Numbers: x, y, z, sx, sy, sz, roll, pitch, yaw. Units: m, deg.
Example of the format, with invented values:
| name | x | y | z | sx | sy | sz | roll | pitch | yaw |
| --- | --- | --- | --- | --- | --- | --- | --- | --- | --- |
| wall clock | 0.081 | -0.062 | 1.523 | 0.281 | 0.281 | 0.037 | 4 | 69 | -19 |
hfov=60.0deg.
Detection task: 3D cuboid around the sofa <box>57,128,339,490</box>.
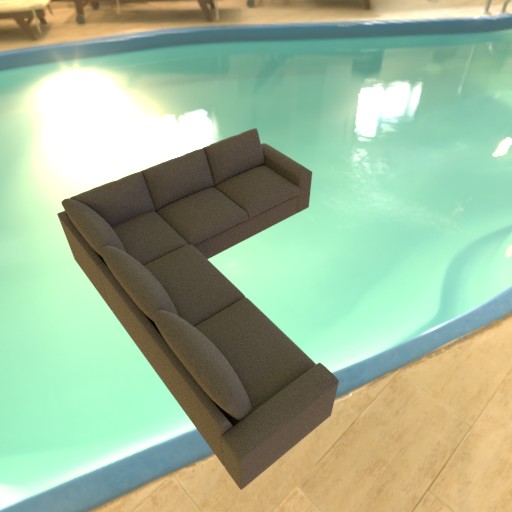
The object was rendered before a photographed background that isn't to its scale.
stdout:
| name | x | y | z | sx | sy | sz | roll | pitch | yaw |
| --- | --- | --- | --- | --- | --- | --- | --- | --- | --- |
| sofa | 0.000 | 0.000 | 4.693 | 2.895 | 0.965 | 3.277 | -29 | 50 | -27 |
